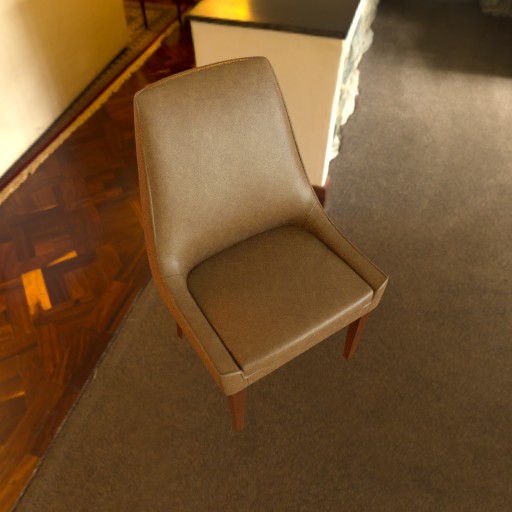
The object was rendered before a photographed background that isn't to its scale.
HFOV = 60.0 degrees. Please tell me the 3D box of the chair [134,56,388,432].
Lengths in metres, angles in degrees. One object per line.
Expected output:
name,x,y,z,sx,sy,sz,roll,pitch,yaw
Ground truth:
chair,0.000,0.000,1.223,0.529,0.861,0.544,-26,53,-22
